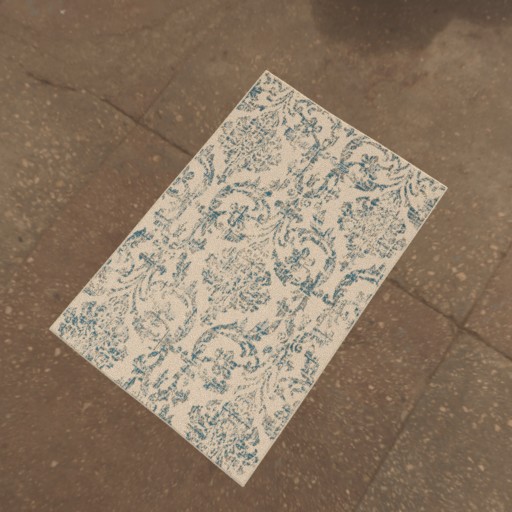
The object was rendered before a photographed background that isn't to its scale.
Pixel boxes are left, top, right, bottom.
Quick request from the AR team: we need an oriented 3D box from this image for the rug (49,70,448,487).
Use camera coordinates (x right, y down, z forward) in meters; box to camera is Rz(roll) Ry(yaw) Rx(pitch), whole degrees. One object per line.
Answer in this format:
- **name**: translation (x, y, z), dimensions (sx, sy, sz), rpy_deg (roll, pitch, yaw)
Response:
- **rug**: translation (0.000, 0.000, 2.292), dimensions (1.213, 0.012, 1.831), rpy_deg (36, 79, 8)
